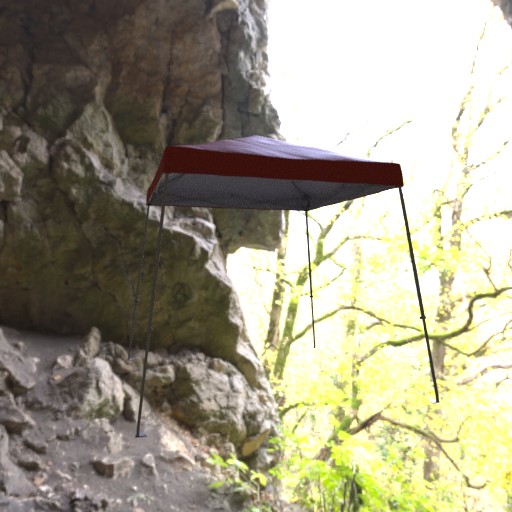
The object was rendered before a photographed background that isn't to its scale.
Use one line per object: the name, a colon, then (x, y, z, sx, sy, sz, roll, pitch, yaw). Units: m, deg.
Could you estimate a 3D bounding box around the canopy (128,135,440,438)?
canopy: (0.000, 0.000, 5.230, 2.848, 2.849, 2.849, 0, -1, -17)
